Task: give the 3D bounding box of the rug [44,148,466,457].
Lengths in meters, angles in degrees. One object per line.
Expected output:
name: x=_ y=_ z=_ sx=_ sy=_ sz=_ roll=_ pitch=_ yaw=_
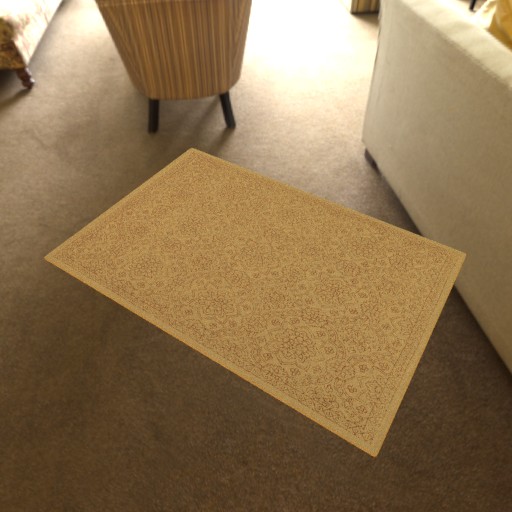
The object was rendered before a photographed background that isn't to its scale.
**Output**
rug: x=0.000 y=0.000 z=2.301 sx=1.829 sy=0.010 sz=1.219 roll=25 pitch=51 yaw=22
